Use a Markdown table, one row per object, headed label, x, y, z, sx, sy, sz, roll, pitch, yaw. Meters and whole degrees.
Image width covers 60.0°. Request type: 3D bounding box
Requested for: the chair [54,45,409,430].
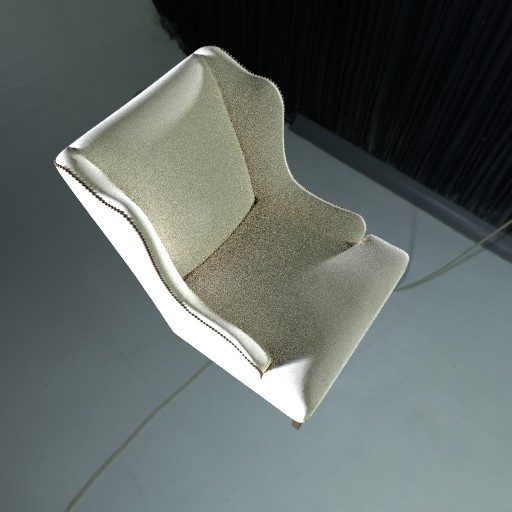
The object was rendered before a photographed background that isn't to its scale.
| label | x | y | z | sx | sy | sz | roll | pitch | yaw |
| --- | --- | --- | --- | --- | --- | --- | --- | --- | --- |
| chair | 0.000 | 0.000 | 1.630 | 0.940 | 1.029 | 0.737 | 32 | 63 | 18 |
